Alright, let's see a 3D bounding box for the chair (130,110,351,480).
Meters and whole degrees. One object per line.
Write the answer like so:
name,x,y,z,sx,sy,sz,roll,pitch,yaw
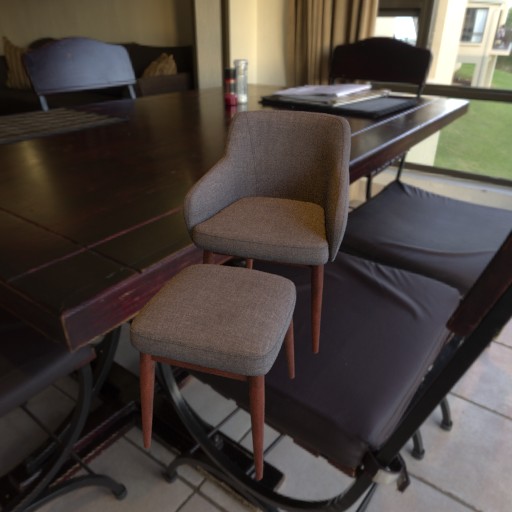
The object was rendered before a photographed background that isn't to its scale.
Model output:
chair,0.000,0.000,1.551,0.584,0.799,1.107,8,29,15
